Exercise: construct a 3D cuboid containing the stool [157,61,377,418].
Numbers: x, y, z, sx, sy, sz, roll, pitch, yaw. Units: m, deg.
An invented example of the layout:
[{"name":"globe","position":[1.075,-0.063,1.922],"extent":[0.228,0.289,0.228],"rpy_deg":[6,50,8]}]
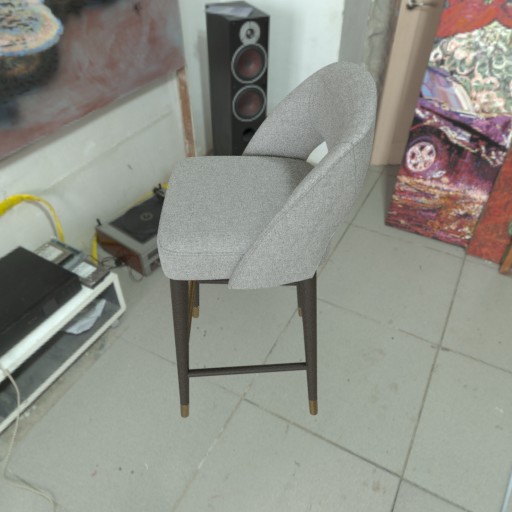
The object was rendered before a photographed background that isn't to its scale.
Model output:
[{"name":"stool","position":[0.000,0.000,1.296],"extent":[0.509,1.037,0.494],"rpy_deg":[-1,42,-1]}]
